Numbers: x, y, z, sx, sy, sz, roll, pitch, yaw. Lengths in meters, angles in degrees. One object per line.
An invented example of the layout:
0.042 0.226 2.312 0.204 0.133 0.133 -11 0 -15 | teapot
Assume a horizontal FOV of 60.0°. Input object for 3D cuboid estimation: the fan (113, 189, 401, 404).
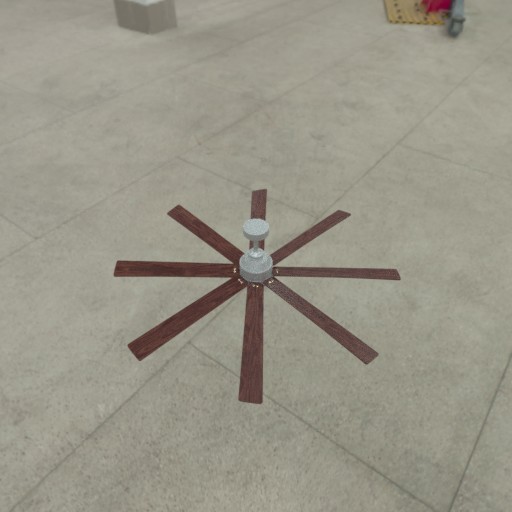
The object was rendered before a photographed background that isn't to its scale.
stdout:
0.000 0.000 2.765 1.830 0.472 1.830 1 43 1 | fan
